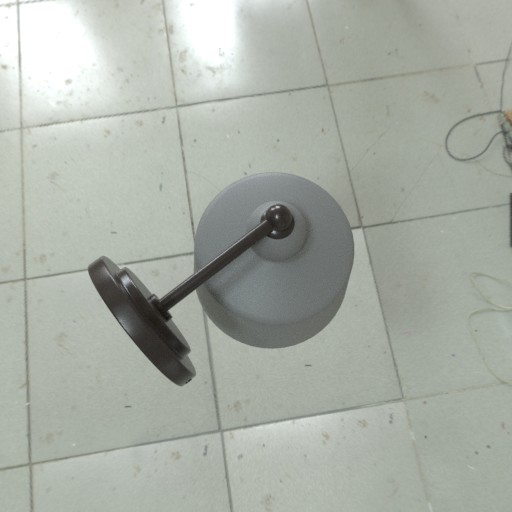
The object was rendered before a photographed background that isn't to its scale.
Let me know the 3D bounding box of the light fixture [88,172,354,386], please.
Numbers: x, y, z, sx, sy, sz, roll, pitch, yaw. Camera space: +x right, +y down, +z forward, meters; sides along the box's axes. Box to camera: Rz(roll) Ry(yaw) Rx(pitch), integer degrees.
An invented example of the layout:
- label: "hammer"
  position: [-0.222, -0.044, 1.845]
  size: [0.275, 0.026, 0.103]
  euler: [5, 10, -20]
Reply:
- label: "light fixture"
  position: [0.000, 0.000, 0.458]
  size: [0.254, 0.268, 0.204]
  euler: [-38, 78, -9]
